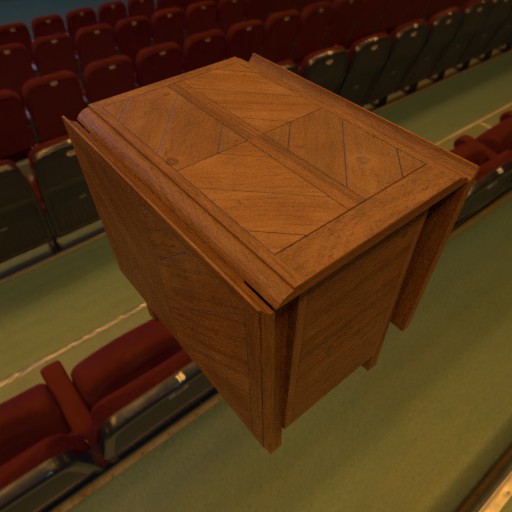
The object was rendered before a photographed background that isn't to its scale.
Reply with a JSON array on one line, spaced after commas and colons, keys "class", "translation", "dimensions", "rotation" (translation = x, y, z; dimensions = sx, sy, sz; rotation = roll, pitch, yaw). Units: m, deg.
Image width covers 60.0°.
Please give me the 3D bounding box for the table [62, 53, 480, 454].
[{"class": "table", "translation": [0.000, 0.000, 1.257], "dimensions": [0.591, 0.763, 0.746], "rotation": [-30, 53, -26]}]
